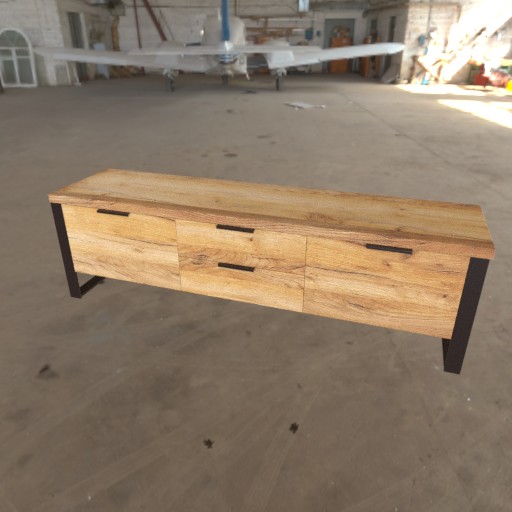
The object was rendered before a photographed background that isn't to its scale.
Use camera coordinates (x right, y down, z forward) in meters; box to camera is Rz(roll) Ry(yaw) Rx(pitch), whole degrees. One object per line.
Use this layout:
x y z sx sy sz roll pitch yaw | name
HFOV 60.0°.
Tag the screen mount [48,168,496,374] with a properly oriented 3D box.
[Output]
0.000 0.000 1.701 1.524 0.450 0.395 8 28 16 | screen mount
